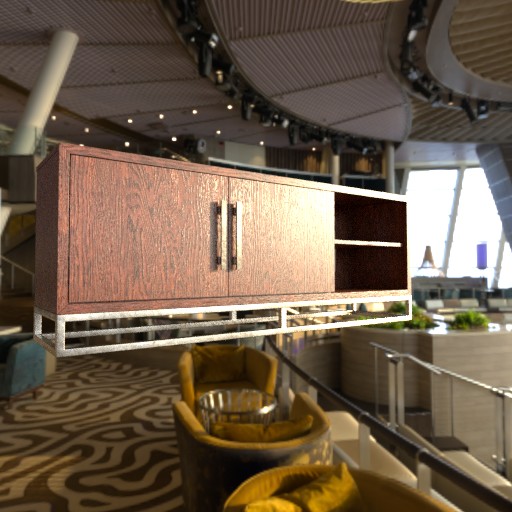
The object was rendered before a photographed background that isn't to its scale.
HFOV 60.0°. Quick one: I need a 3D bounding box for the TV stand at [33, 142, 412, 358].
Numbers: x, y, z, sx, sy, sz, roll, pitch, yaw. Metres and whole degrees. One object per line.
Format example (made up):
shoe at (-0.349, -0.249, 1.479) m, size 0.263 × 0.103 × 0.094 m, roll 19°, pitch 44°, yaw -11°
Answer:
TV stand at (0.000, 0.000, 1.770) m, size 1.541 × 0.578 × 0.382 m, roll 1°, pitch -2°, yaw -35°
